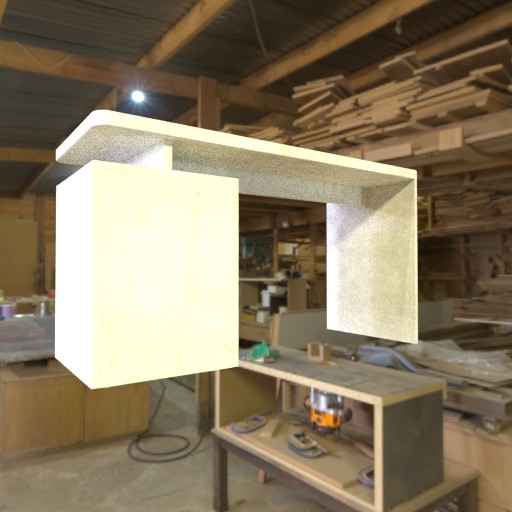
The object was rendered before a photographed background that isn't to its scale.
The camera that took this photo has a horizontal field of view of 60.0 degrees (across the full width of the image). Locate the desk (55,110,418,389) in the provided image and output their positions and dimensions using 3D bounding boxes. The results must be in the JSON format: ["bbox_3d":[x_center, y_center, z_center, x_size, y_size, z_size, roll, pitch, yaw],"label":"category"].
[{"bbox_3d":[0.000,0.000,1.774,1.400,0.755,0.550,1,-1,-35],"label":"desk"}]
